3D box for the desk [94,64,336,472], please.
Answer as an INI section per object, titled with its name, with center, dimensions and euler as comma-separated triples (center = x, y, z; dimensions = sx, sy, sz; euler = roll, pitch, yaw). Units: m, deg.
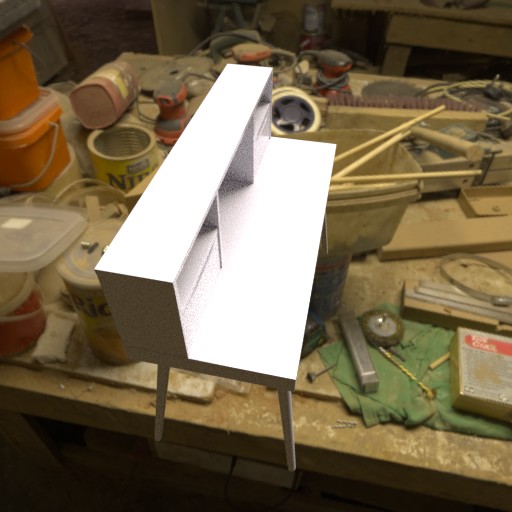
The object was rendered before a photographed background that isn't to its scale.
[desk]
center = 0.000, 0.000, 1.751
dimensions = 0.559, 0.990, 1.199
euler = 9, 46, 9
